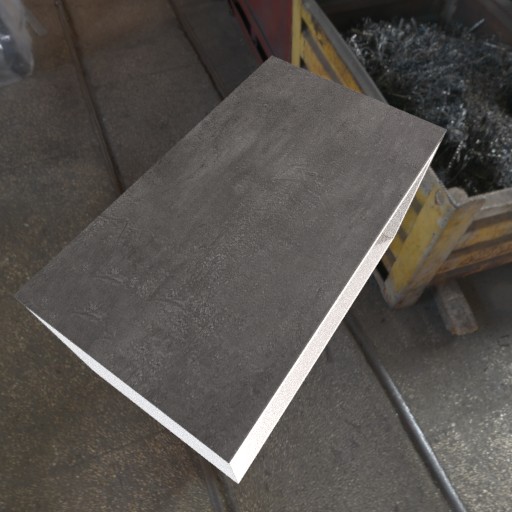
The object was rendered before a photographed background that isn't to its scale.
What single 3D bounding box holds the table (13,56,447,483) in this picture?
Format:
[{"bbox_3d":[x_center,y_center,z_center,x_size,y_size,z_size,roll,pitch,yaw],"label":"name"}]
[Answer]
[{"bbox_3d":[0.000,0.000,0.902,0.400,0.350,0.700,31,64,17],"label":"table"}]
